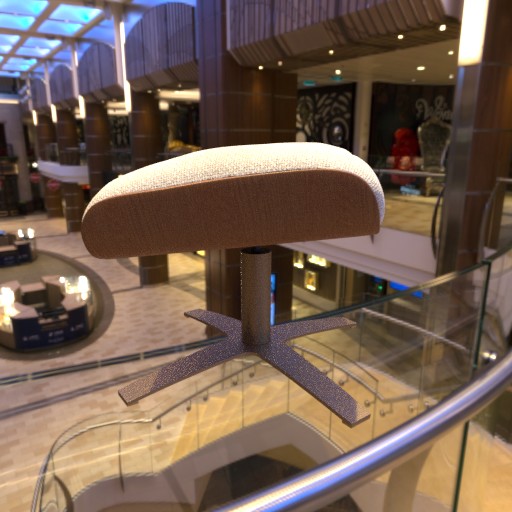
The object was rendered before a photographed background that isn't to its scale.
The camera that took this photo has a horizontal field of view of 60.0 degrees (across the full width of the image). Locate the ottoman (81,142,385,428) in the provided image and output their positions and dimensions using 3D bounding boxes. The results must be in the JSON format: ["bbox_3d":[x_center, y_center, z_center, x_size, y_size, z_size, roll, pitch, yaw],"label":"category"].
[{"bbox_3d":[0.000,0.000,0.792,0.394,0.391,0.520,2,15,9],"label":"ottoman"}]
